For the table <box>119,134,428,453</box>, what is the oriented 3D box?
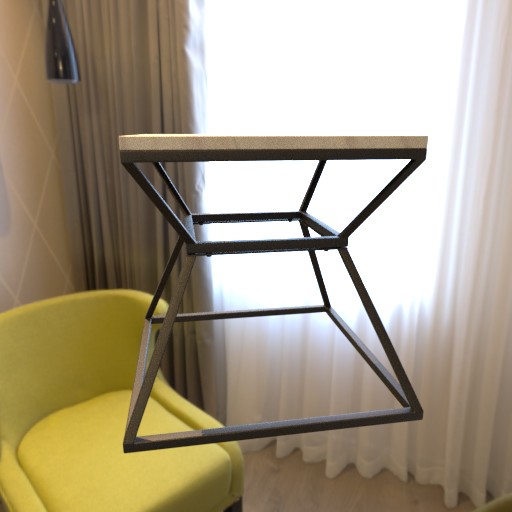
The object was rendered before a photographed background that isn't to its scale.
[{"bbox_3d":[0.000,0.000,0.816,0.455,0.431,0.455,-3,16,-9],"label":"table"}]
